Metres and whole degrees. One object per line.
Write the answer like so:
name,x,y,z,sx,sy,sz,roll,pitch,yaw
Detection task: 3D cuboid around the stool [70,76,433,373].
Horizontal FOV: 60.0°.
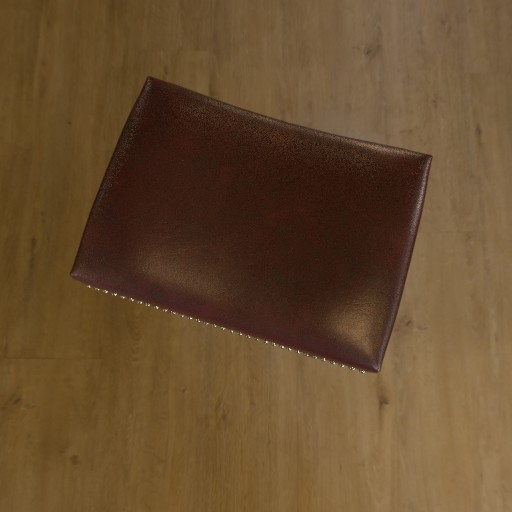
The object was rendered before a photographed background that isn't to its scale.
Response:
stool,0.000,0.000,1.030,0.504,0.742,0.372,17,79,3
